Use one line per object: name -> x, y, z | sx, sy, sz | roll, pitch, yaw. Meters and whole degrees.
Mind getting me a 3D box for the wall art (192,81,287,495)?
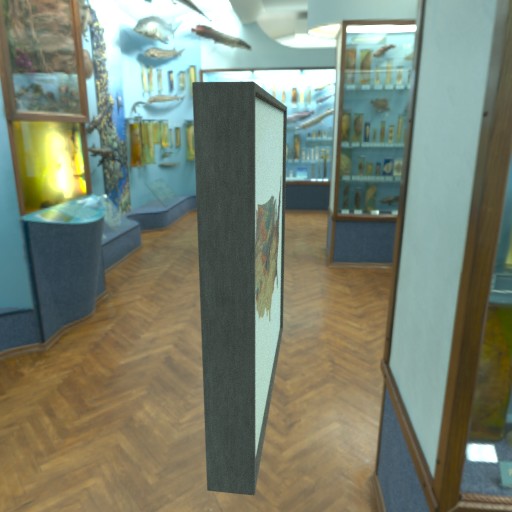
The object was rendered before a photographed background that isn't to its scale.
wall art -> 0.000, 0.000, 0.450 | 0.038, 0.302, 0.303 | 2, 16, 7
